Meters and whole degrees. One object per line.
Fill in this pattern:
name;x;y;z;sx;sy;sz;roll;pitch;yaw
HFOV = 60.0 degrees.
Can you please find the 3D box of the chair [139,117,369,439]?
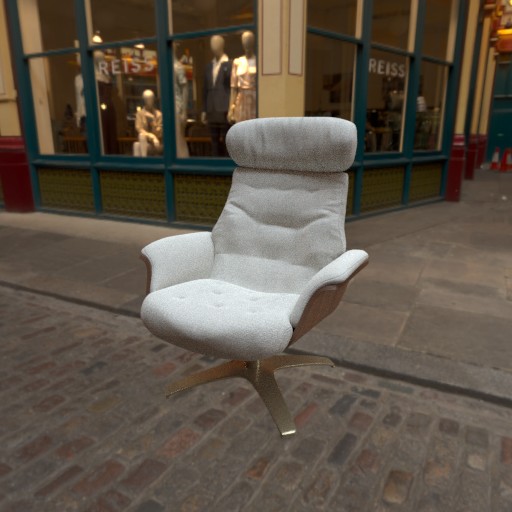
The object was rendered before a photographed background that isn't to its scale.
chair;0.000;0.000;1.641;0.785;0.995;0.837;8;18;26
